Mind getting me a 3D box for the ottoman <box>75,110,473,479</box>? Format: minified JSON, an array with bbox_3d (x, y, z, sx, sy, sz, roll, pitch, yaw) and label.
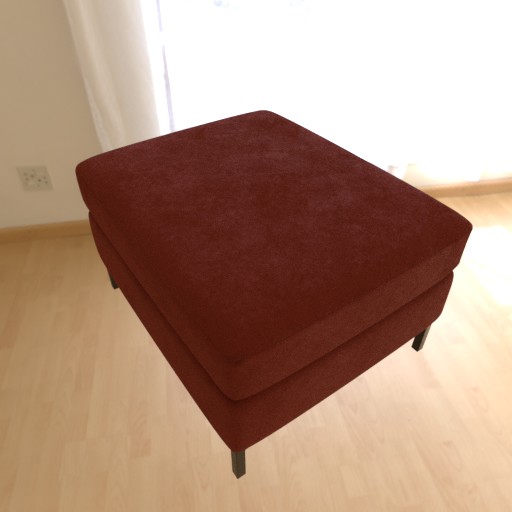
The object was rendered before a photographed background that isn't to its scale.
[{"bbox_3d":[0.000,0.000,1.172,0.650,0.462,0.782,-24,46,-26],"label":"ottoman"}]
